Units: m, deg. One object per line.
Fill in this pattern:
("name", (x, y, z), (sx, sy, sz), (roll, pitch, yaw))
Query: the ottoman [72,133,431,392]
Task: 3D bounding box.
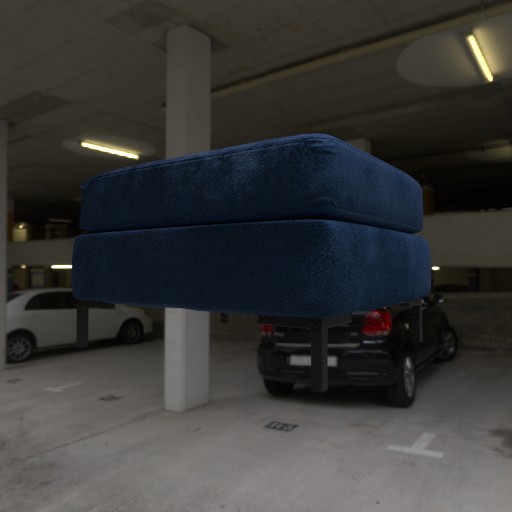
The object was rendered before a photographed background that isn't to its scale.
("ottoman", (0.000, 0.000, 1.224), (0.794, 0.485, 0.655), (-1, -1, 36))
